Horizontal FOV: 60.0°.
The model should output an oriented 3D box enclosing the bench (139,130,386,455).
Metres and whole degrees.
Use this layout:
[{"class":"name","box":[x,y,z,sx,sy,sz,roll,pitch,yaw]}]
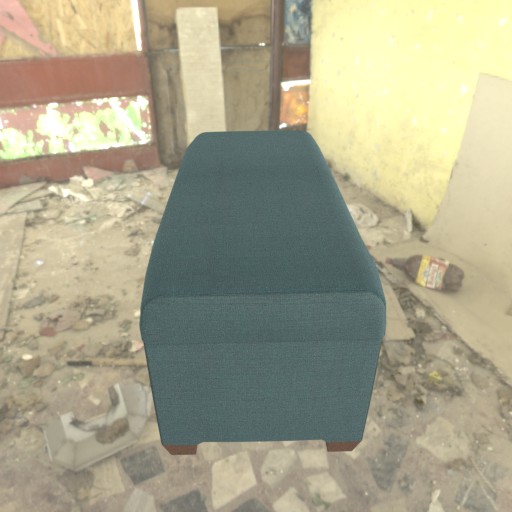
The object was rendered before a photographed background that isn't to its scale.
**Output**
[{"class":"bench","box":[0.000,0.000,1.277,0.476,0.474,0.995,-1,32,-1]}]
